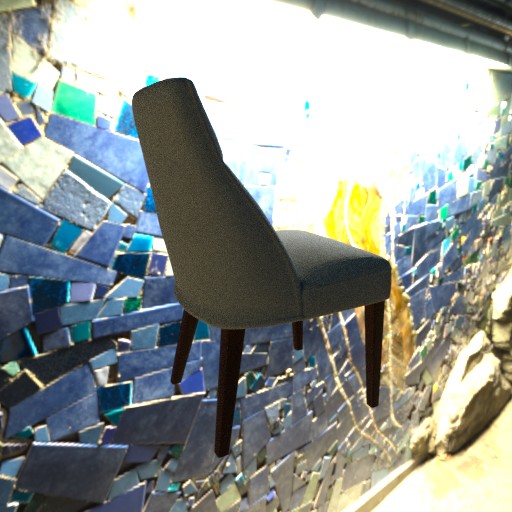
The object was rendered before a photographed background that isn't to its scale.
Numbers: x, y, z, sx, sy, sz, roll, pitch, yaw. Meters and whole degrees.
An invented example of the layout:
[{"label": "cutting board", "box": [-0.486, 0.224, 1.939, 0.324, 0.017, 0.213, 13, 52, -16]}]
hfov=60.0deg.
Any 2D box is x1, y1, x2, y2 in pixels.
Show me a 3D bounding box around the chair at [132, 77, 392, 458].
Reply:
[{"label": "chair", "box": [0.000, 0.000, 1.302, 0.620, 0.930, 0.500, -8, 17, -26]}]
